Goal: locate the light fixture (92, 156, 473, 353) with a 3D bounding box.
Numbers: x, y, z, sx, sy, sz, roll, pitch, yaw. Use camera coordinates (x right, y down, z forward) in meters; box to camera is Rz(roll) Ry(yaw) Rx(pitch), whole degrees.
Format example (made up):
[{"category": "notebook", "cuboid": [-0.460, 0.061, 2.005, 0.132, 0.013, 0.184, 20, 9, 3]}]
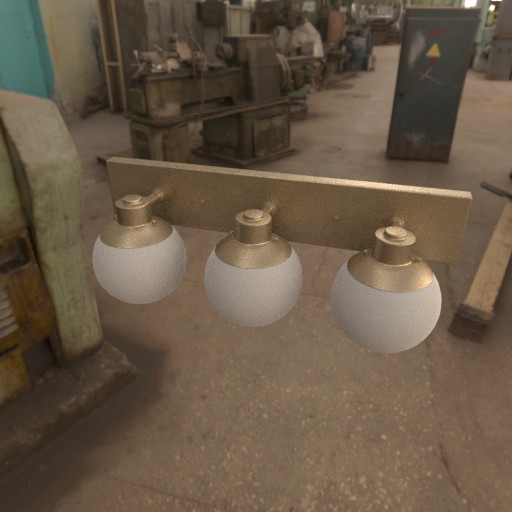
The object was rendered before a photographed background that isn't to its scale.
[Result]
[{"category": "light fixture", "cuboid": [0.000, 0.000, 0.844, 0.721, 0.263, 0.218, 9, 30, 15]}]
